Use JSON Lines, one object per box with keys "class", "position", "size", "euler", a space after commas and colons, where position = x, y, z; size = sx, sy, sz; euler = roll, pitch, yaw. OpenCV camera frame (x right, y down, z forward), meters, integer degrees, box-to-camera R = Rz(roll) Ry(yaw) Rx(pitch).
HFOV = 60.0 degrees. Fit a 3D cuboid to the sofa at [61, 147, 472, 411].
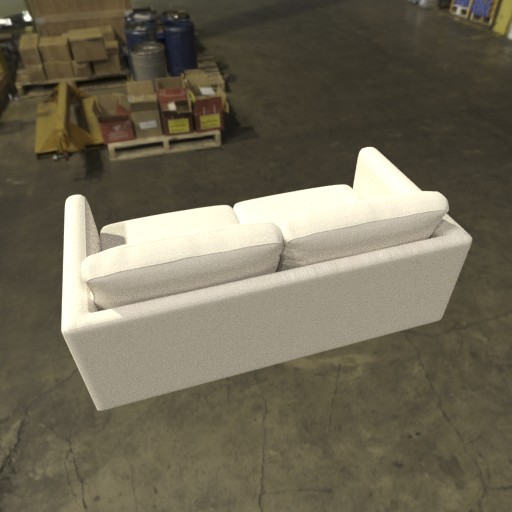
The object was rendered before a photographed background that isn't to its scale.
{"class": "sofa", "position": [0.000, 0.000, 2.227], "size": [1.713, 0.893, 0.940], "euler": [-11, 42, -13]}
